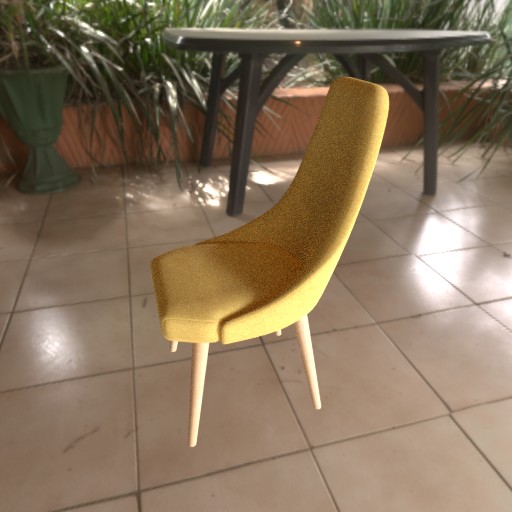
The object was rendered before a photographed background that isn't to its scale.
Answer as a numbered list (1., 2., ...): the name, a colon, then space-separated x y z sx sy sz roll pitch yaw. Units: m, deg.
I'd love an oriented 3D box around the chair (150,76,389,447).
1. chair: 0.000 0.000 1.429 0.660 1.040 0.510 -8 30 -15
